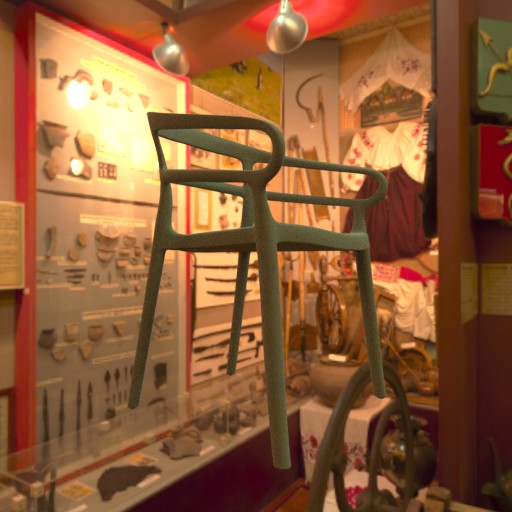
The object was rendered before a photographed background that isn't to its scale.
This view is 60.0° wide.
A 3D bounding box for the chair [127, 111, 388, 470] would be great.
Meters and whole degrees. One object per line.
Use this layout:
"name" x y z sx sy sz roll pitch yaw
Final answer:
"chair" 0.000 0.000 1.130 0.527 0.761 0.559 0 -1 36
